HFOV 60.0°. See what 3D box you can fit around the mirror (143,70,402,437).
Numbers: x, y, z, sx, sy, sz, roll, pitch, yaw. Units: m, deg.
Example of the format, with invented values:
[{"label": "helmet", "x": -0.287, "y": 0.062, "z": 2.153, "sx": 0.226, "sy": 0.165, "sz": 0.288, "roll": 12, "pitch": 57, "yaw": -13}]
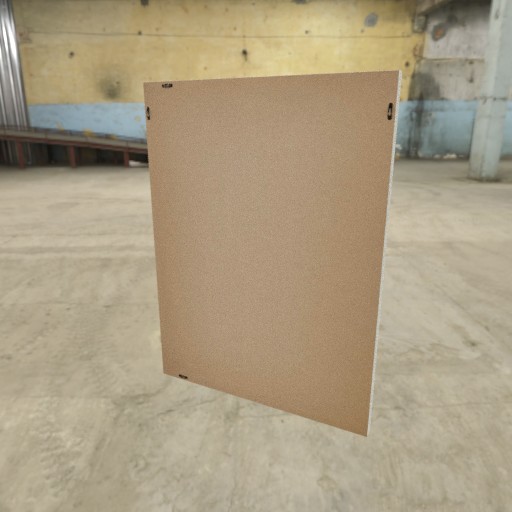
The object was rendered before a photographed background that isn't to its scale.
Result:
[{"label": "mirror", "x": 0.000, "y": 0.000, "z": 1.354, "sx": 0.762, "sy": 1.016, "sz": 0.041, "roll": 9, "pitch": 19, "yaw": 26}]
